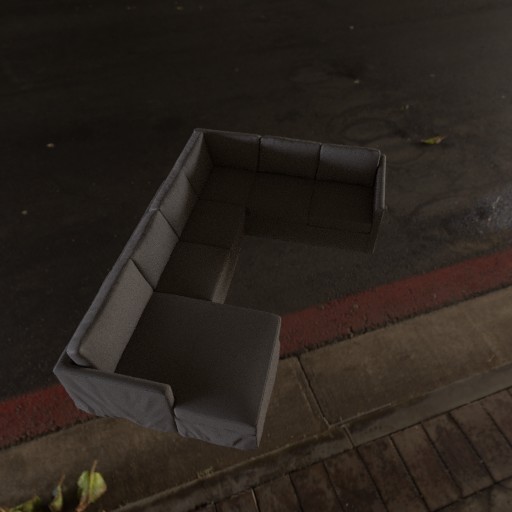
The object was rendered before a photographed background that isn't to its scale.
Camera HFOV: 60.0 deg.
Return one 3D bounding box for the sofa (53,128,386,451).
[{"bbox_3d":[0.000,0.000,4.531,2.476,0.878,3.528,9,48,9],"label":"sofa"}]
